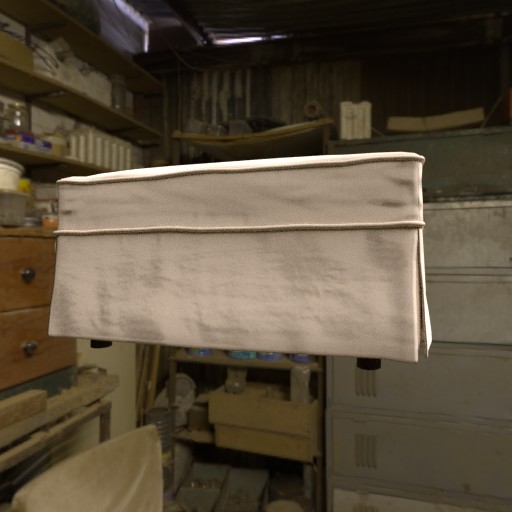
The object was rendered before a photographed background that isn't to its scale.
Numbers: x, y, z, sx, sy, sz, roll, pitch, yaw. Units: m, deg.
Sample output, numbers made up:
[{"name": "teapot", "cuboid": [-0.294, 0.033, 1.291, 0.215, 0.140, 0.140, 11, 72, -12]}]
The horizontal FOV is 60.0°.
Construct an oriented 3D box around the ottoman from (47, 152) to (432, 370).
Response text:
[{"name": "ottoman", "cuboid": [0.000, 0.000, 1.302, 0.944, 0.479, 0.703, 0, 0, 19]}]
